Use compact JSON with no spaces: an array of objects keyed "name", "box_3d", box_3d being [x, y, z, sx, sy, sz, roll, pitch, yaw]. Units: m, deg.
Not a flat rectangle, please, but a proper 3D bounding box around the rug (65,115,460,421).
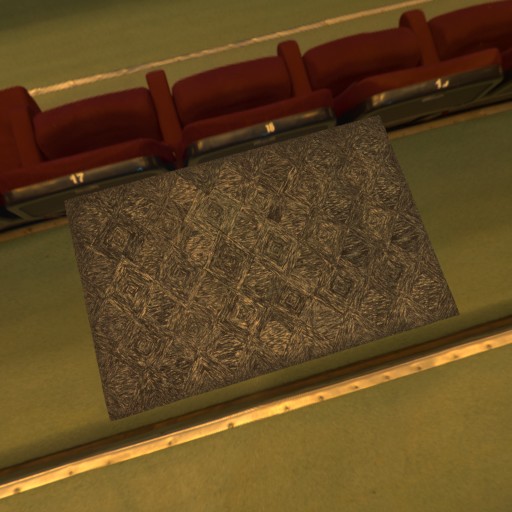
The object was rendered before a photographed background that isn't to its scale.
[{"name":"rug","box_3d":[0.000,0.000,2.241,1.754,0.010,1.139,-16,77,-4]}]
